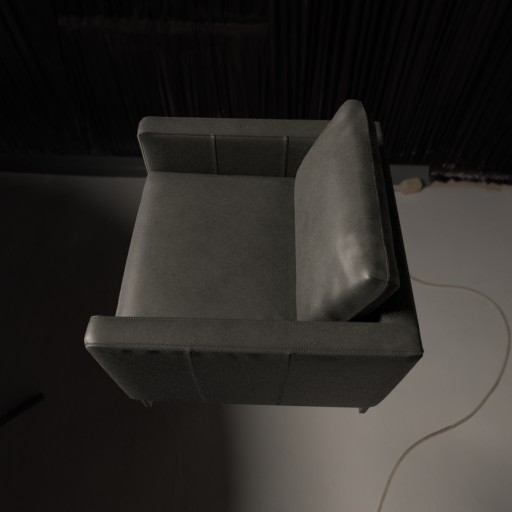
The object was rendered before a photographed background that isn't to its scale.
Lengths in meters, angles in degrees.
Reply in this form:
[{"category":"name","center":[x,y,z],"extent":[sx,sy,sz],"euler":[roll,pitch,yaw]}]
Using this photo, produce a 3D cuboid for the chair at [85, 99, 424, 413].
[{"category":"chair","center":[0.000,0.000,1.469],"extent":[0.861,0.824,0.967],"euler":[1,57,1]}]
